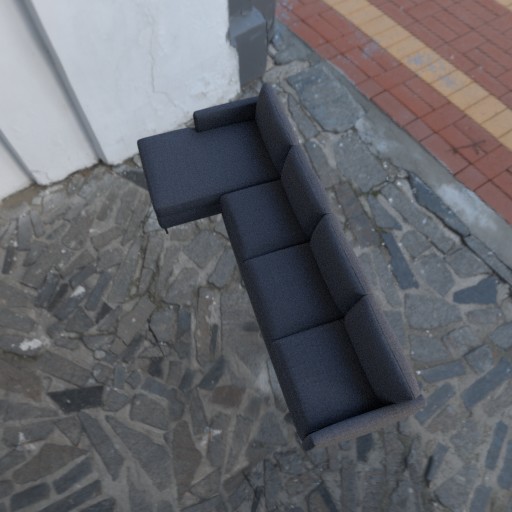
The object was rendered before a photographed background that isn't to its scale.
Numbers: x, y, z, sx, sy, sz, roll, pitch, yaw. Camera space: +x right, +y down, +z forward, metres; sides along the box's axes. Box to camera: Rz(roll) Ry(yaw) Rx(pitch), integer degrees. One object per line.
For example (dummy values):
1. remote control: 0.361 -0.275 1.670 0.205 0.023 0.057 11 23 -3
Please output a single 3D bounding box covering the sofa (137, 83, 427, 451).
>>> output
1. sofa: 0.000 0.000 2.909 1.125 0.673 2.445 -17 64 -8
